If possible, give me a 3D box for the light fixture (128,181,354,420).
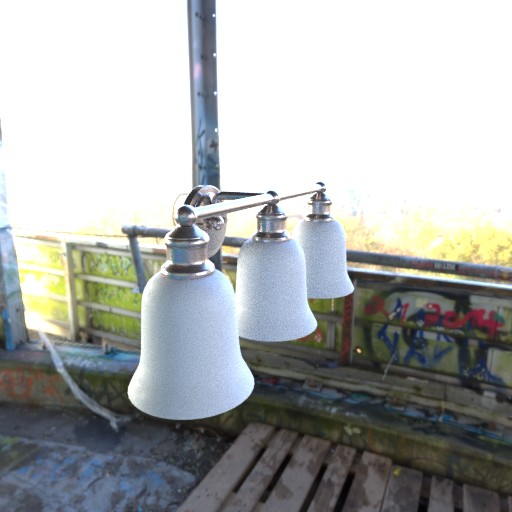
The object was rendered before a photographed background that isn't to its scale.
[{"bbox_3d":[0.000,0.000,0.689,0.198,0.211,0.570,7,15,27],"label":"light fixture"}]
